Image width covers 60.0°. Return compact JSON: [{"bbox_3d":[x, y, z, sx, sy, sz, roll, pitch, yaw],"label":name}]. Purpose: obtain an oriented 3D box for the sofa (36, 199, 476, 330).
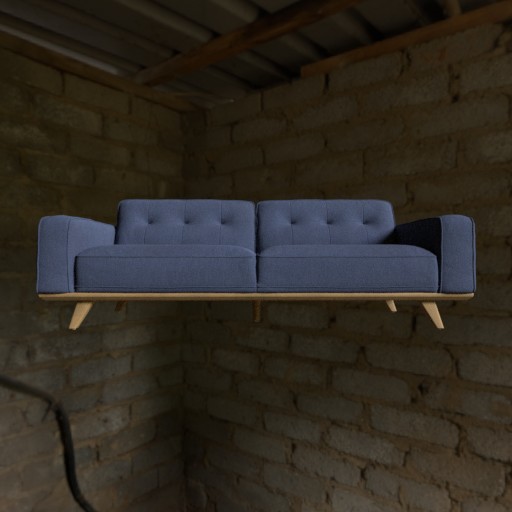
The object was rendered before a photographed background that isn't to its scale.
[{"bbox_3d":[0.000,0.000,2.720,2.270,0.782,0.953,0,-1,0],"label":"sofa"}]
